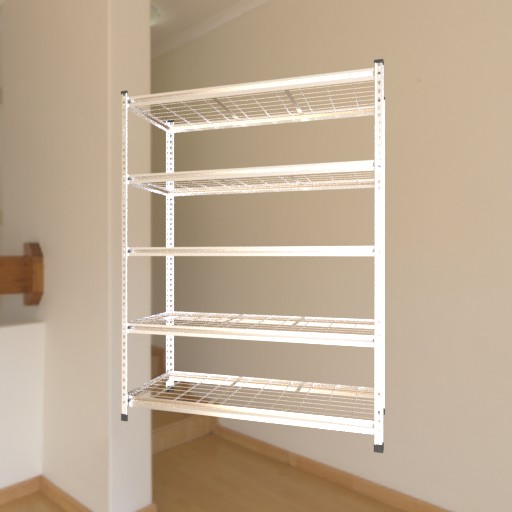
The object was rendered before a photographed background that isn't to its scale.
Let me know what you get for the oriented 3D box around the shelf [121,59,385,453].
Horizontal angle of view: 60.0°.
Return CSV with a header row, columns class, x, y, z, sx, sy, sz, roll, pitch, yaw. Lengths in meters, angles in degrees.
class,x,y,z,sx,sy,sz,roll,pitch,yaw
shelf,0.000,0.000,2.737,1.524,1.981,0.610,0,0,17
